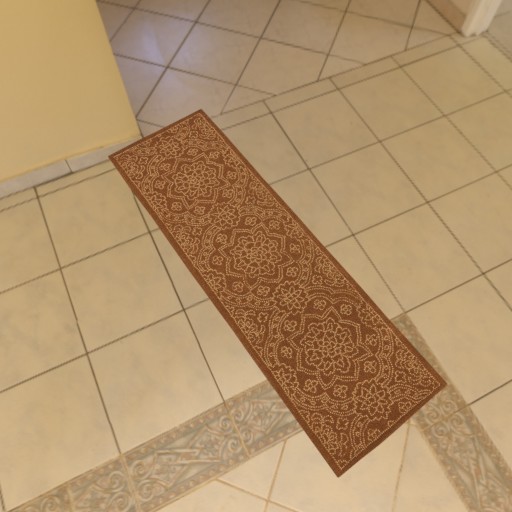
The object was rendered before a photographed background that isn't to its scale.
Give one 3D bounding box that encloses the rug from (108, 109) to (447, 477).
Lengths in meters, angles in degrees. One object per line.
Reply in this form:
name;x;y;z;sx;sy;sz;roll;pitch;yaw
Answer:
rug;0.000;0.000;2.705;0.769;0.012;2.448;-33;67;-15
